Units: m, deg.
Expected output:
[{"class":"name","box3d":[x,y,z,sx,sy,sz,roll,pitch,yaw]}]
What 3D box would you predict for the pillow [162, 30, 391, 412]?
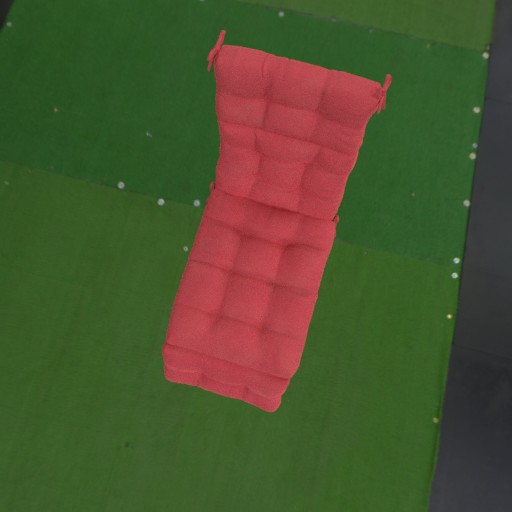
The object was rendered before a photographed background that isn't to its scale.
[{"class":"pillow","box3d":[0.000,0.000,1.510,0.526,0.863,1.016,16,77,4]}]
